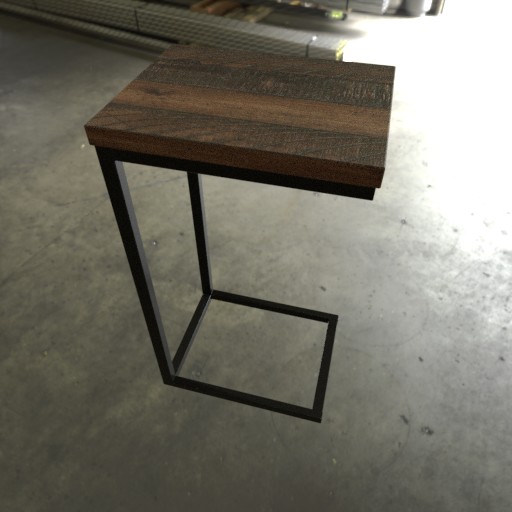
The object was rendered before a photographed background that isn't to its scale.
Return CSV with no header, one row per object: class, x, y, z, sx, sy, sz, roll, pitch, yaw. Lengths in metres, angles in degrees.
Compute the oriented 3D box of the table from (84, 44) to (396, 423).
table,0.000,0.000,0.943,0.414,0.718,0.323,11,46,11
